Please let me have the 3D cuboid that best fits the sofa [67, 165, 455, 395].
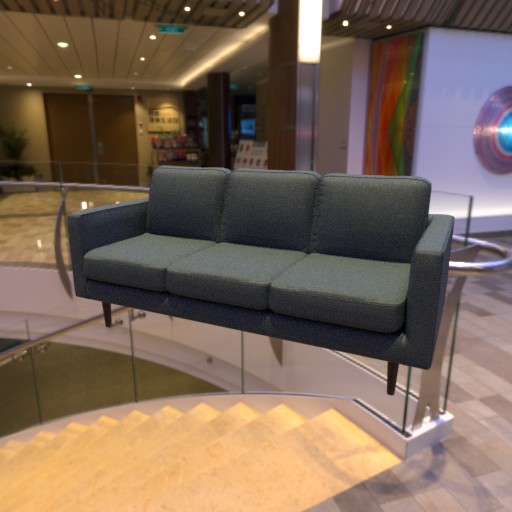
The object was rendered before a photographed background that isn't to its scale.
[{"bbox_3d":[0.000,0.000,2.548,2.013,0.945,0.935,7,17,25],"label":"sofa"}]
